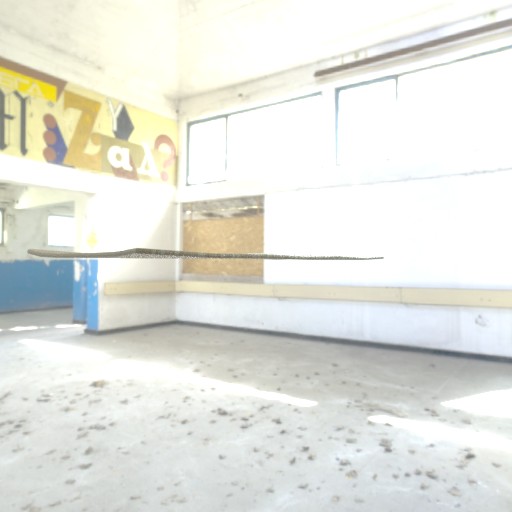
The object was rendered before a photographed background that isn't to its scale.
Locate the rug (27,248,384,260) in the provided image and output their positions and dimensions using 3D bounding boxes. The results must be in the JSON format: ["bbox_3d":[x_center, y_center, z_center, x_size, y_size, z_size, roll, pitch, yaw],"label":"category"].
[{"bbox_3d":[0.000,0.000,2.721,0.752,0.051,2.452,0,-1,35],"label":"rug"}]
